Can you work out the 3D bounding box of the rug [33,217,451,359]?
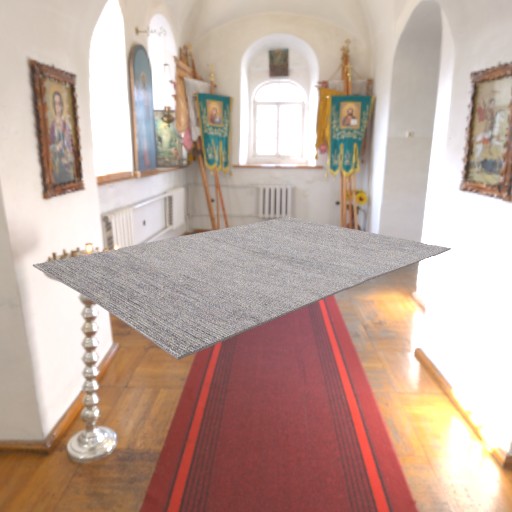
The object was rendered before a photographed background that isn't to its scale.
[{"bbox_3d":[0.000,0.000,2.945,2.307,0.030,1.604,-14,21,-41],"label":"rug"}]
